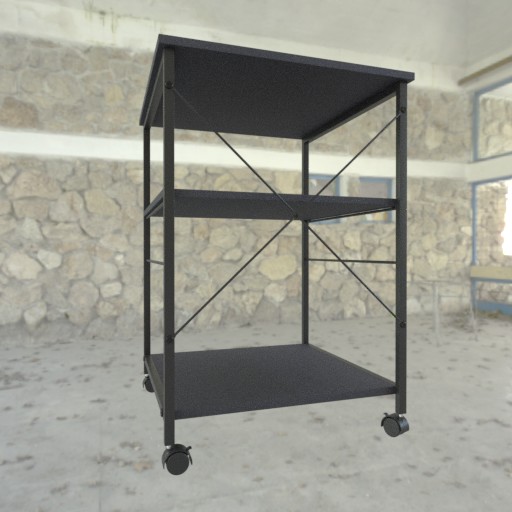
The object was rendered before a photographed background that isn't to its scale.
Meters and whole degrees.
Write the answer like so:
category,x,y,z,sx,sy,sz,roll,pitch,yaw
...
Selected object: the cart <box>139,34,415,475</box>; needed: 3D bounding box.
category,x,y,z,sx,sy,sz,roll,pitch,yaw
cart,0.000,0.000,1.085,0.521,0.762,0.520,0,0,-18
